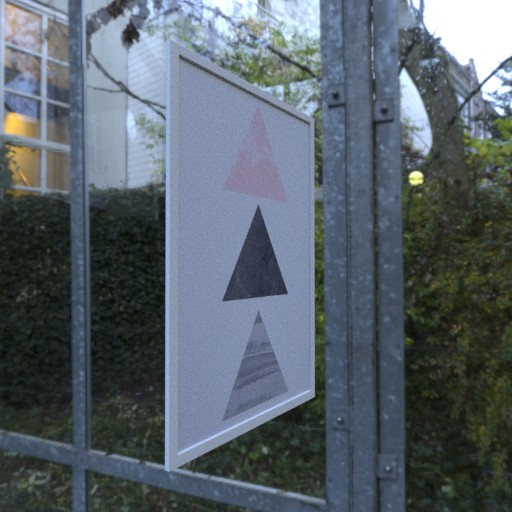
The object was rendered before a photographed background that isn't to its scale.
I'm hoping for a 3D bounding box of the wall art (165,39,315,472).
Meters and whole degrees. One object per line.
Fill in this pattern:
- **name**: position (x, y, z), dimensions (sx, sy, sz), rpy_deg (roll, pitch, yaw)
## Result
- **wall art**: position (0.000, 0.000, 1.233), dimensions (0.013, 0.940, 0.659), rpy_deg (-1, -1, 36)
